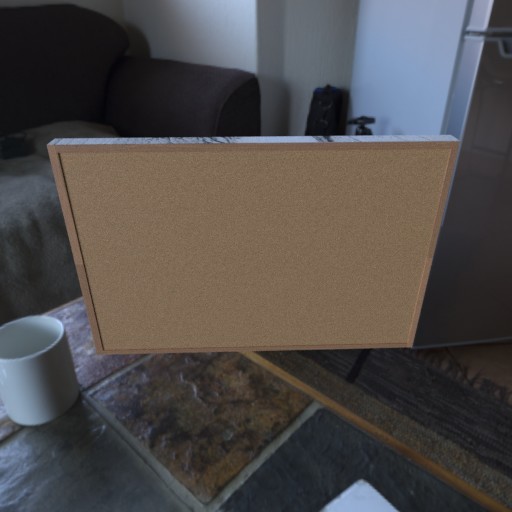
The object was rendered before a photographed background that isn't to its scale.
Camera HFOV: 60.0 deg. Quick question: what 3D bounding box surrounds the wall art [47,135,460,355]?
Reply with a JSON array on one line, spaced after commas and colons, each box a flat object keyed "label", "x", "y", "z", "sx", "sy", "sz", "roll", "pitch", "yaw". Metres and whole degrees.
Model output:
[{"label": "wall art", "x": 0.000, "y": 0.000, "z": 0.773, "sx": 0.613, "sy": 0.407, "sz": 0.035, "roll": -1, "pitch": 30, "yaw": -2}]
